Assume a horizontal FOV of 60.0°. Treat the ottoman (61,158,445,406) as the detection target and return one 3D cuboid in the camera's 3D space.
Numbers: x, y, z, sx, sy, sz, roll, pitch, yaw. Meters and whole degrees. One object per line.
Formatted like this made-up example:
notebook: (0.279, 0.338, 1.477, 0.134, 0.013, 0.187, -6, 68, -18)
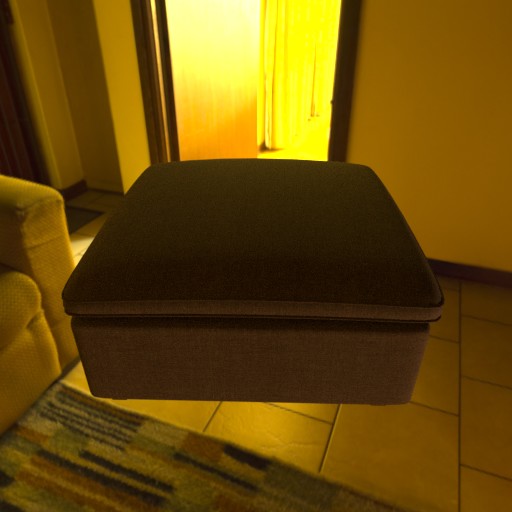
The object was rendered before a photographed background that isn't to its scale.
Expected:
ottoman: (0.000, 0.000, 1.713, 1.067, 0.559, 1.067, 1, 31, 1)
